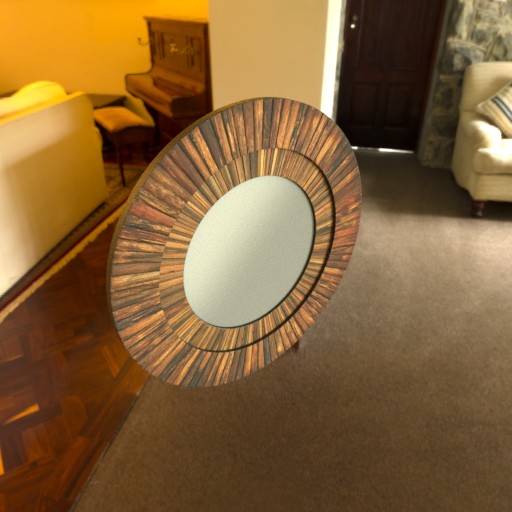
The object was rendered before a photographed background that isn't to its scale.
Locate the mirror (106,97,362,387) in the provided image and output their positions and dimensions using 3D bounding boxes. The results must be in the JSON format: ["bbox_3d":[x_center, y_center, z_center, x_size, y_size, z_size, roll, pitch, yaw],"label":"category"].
[{"bbox_3d":[0.000,0.000,1.584,1.077,1.077,0.036,-21,36,-32],"label":"mirror"}]
